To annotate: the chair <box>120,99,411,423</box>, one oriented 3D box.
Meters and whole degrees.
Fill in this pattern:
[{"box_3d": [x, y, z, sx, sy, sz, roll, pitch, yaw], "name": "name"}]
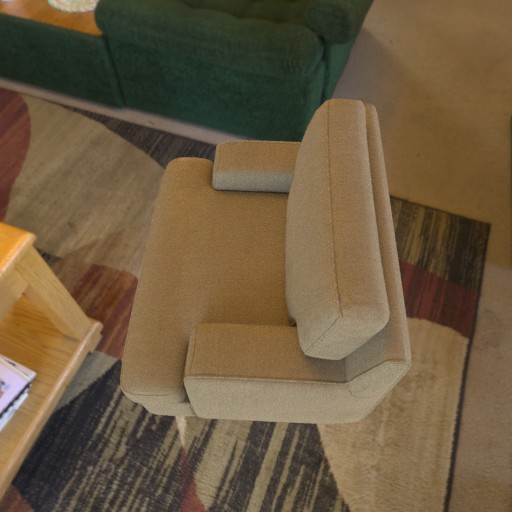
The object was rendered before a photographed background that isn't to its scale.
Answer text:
[{"box_3d": [0.000, 0.000, 1.971, 1.043, 0.974, 1.270, 2, 58, 2], "name": "chair"}]
